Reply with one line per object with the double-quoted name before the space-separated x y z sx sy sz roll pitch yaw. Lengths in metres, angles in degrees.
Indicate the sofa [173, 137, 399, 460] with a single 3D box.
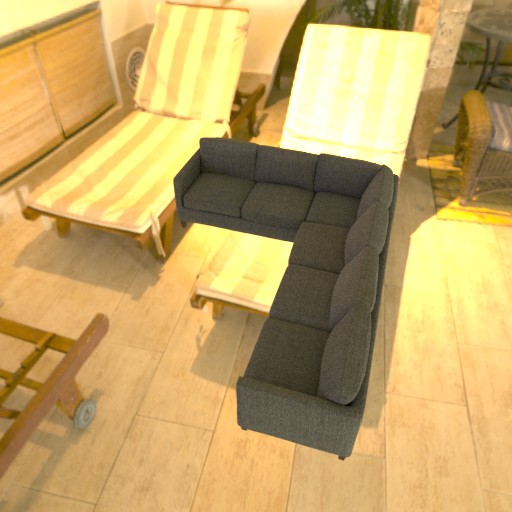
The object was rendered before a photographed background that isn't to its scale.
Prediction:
"sofa" 0.000 0.000 4.569 2.593 0.947 3.302 12 43 13
